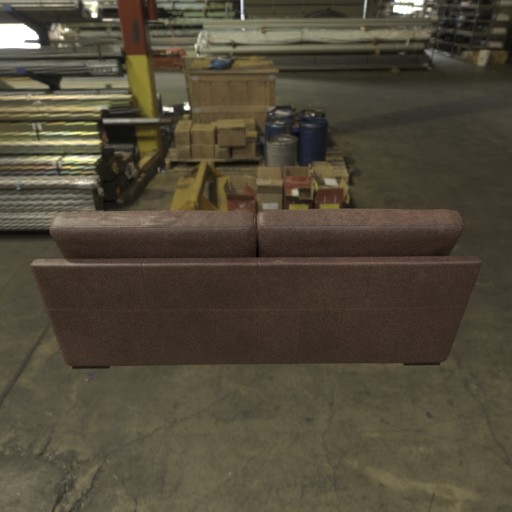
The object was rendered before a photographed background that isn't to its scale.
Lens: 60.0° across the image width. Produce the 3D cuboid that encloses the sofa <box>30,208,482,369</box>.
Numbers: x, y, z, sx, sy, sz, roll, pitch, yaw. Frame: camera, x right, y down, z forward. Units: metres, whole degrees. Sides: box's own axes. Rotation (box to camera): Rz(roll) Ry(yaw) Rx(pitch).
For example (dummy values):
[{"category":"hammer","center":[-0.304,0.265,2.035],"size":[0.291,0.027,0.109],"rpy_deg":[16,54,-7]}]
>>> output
[{"category":"sofa","center":[0.000,0.000,2.752],"size":[2.261,0.941,1.143],"rpy_deg":[0,30,-1]}]
